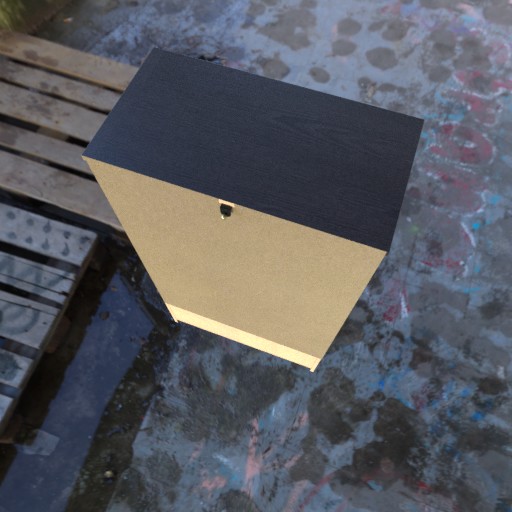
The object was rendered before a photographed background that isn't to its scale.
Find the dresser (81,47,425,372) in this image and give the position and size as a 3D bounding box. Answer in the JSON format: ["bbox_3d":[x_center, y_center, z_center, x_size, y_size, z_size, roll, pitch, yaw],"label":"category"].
[{"bbox_3d":[0.000,0.000,1.582,0.704,1.254,0.418,18,66,9],"label":"dresser"}]
